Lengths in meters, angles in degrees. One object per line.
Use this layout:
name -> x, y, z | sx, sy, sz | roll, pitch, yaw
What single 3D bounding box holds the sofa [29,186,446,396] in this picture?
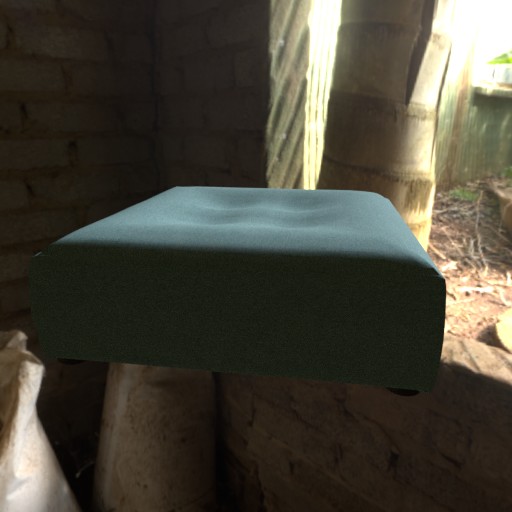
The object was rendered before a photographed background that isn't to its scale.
sofa -> 0.000, 0.000, 1.413 | 0.930, 0.330, 0.930 | 3, 17, 9
